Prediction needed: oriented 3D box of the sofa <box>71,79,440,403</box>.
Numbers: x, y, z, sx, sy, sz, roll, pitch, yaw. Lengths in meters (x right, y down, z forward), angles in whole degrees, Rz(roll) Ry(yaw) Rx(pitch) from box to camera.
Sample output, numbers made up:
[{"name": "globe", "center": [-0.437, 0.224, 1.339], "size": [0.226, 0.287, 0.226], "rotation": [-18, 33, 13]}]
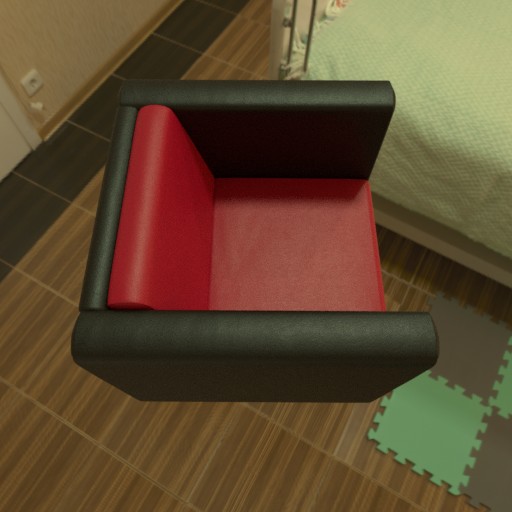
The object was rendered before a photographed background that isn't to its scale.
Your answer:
[{"name": "sofa", "center": [0.000, 0.000, 1.427], "size": [0.809, 0.724, 0.839], "rotation": [0, 64, 0]}]
